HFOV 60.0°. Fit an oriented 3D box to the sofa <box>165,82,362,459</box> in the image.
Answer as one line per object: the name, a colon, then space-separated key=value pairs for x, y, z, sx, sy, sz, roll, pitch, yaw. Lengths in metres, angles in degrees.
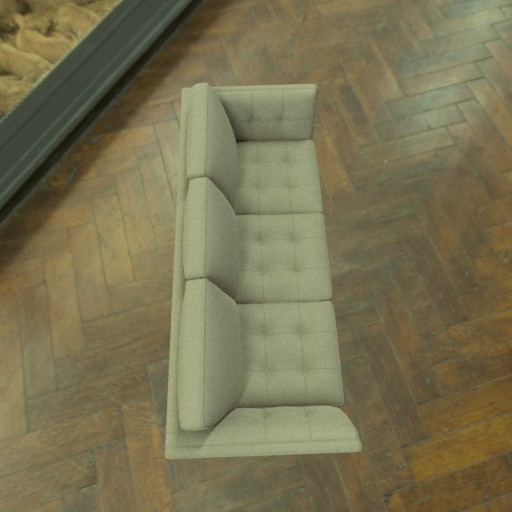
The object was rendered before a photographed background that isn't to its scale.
sofa: x=0.000 y=0.000 z=2.898 sx=0.965 sy=0.940 sz=2.388 roll=-2 pitch=65 yaw=-1
